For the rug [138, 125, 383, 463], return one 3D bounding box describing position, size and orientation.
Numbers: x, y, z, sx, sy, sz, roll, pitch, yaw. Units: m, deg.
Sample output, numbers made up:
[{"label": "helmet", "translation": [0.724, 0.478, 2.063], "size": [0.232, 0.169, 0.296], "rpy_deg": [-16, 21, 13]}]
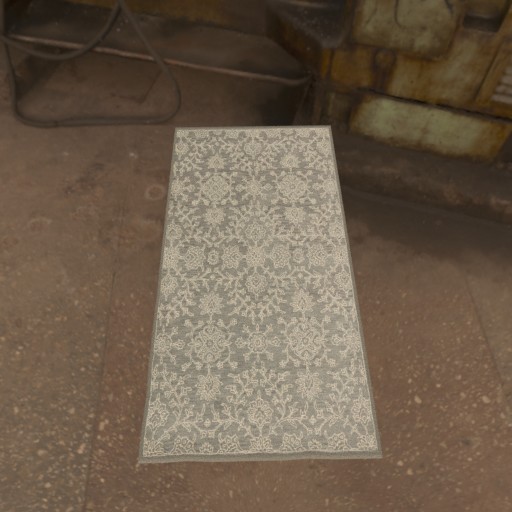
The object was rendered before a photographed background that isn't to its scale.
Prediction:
[{"label": "rug", "translation": [0.000, 0.000, 3.604], "size": [1.546, 0.011, 3.048], "rpy_deg": [-1, 58, -1]}]
